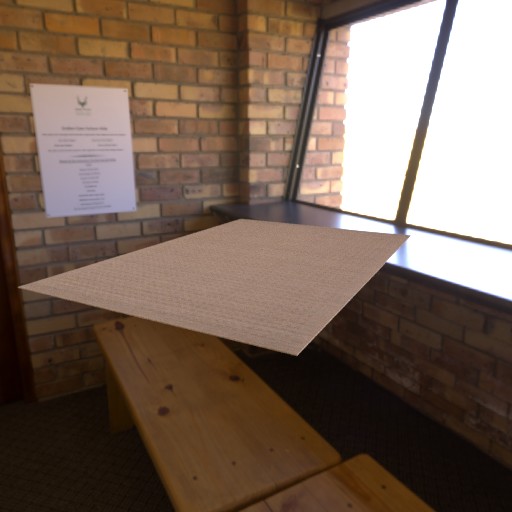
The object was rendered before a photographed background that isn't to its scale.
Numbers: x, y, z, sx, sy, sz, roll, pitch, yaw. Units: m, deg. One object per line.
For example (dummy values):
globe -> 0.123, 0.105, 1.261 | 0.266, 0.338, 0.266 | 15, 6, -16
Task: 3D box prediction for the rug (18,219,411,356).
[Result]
rug -> 0.000, 0.000, 3.678 | 1.981, 0.006, 2.895 | 8, 17, 27
